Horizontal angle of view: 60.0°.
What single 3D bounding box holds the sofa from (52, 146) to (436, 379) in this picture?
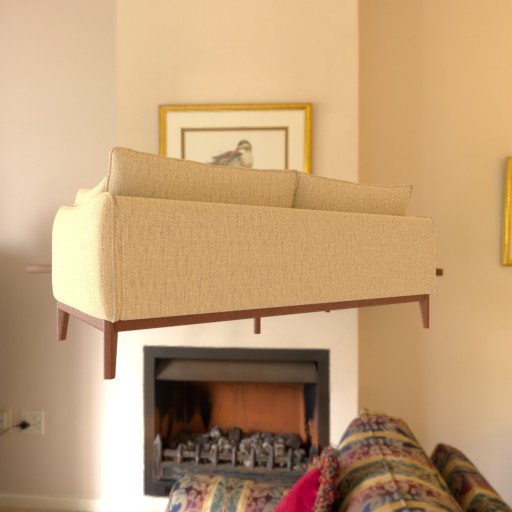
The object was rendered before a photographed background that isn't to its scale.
[{"bbox_3d":[0.000,0.000,2.468,1.989,0.860,0.991,0,1,-34],"label":"sofa"}]
